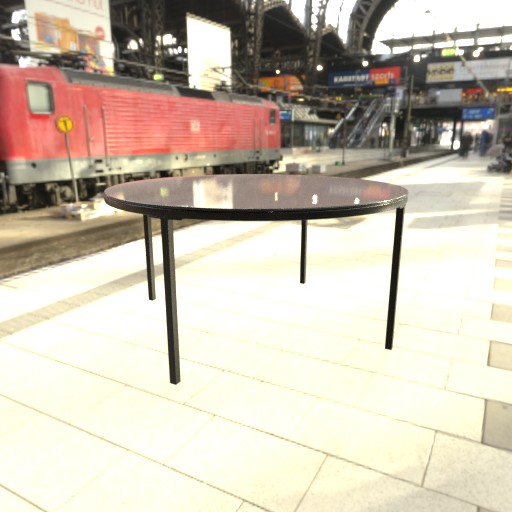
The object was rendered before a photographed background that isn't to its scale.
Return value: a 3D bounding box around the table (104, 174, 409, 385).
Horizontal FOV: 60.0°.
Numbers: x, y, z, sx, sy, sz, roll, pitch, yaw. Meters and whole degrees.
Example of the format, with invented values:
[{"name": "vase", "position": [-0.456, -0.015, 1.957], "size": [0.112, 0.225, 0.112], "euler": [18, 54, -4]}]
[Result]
[{"name": "table", "position": [0.000, 0.000, 1.276], "size": [0.800, 0.400, 0.800], "euler": [0, 15, 0]}]
